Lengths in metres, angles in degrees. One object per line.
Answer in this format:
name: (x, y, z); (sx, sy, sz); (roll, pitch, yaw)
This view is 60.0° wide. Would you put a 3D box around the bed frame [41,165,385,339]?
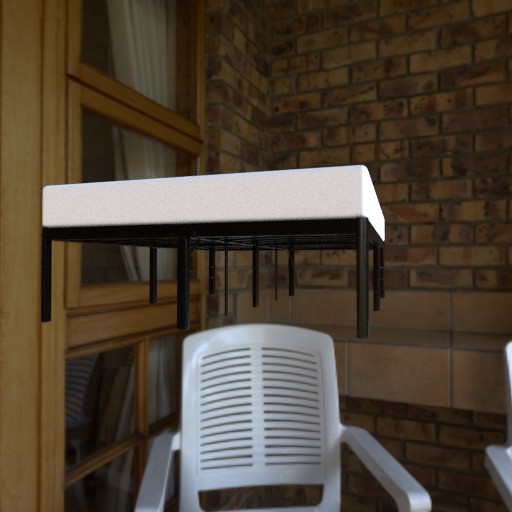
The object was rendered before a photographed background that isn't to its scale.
bed frame: (0.000, 0.000, 2.869); (1.557, 0.659, 2.072); (0, -1, 18)
